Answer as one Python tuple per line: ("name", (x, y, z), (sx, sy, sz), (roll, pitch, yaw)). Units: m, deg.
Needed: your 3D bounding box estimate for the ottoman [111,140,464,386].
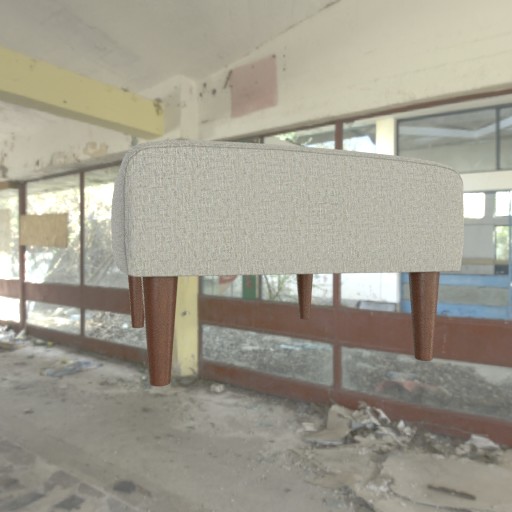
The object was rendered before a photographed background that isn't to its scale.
("ottoman", (0.000, 0.000, 1.044), (0.648, 0.399, 0.655), (0, 1, -18))
